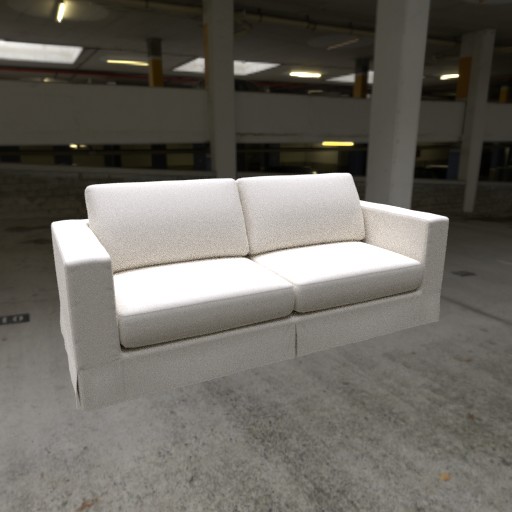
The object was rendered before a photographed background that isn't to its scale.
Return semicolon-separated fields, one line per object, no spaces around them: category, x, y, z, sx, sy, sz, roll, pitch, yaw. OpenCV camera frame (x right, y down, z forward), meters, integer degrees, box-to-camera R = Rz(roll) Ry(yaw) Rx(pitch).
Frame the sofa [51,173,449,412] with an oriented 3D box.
sofa;0.000;0.000;2.629;2.163;0.881;0.954;-8;17;-26
